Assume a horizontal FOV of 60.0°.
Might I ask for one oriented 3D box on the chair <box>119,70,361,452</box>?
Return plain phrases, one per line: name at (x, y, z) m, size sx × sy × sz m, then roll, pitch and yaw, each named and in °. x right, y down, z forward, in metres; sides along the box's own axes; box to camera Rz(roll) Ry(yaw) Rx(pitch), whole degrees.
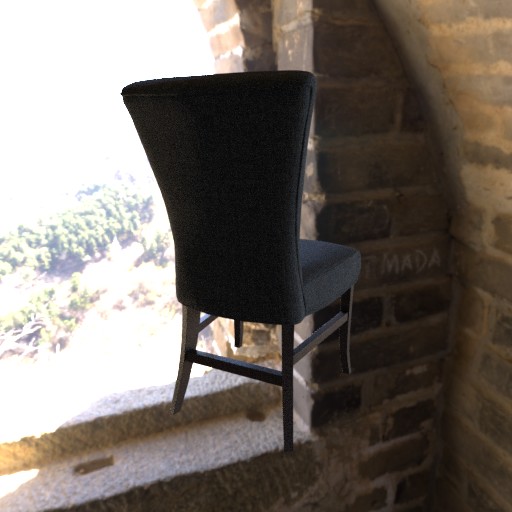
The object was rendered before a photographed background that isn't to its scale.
chair at (0.000, 0.000, 1.370) m, size 0.520 × 0.991 × 0.660 m, roll 8°, pitch 17°, yaw 26°
